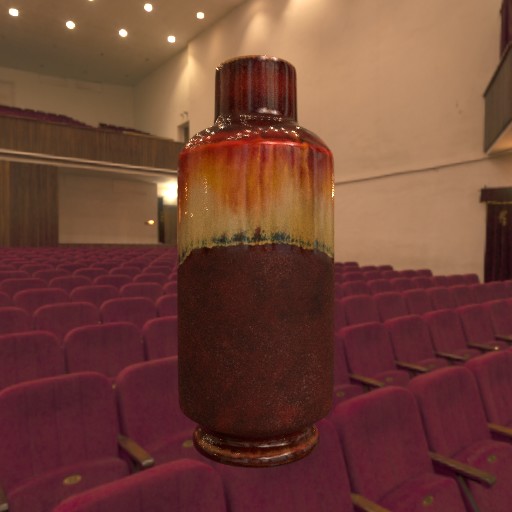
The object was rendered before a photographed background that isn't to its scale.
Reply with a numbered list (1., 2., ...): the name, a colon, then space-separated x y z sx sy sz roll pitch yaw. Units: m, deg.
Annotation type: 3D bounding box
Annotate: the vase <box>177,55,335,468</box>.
1. vase: 0.000 0.000 0.316 0.111 0.261 0.111 0 1 0
